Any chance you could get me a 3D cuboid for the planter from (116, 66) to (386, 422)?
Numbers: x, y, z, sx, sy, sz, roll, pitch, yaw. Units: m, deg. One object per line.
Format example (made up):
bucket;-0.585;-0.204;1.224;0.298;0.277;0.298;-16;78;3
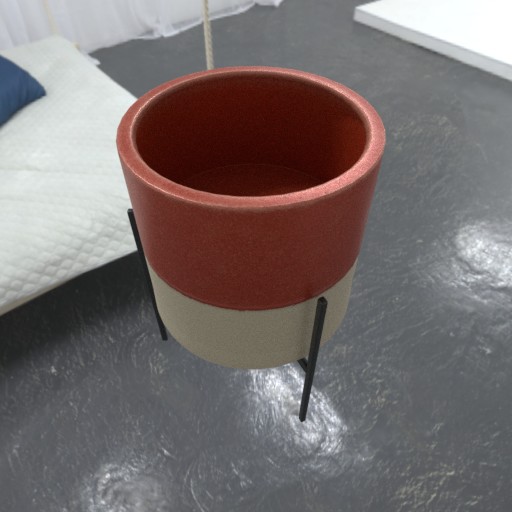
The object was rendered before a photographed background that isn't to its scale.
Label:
planter;0.000;0.000;0.520;0.235;0.354;0.251;24;51;21
